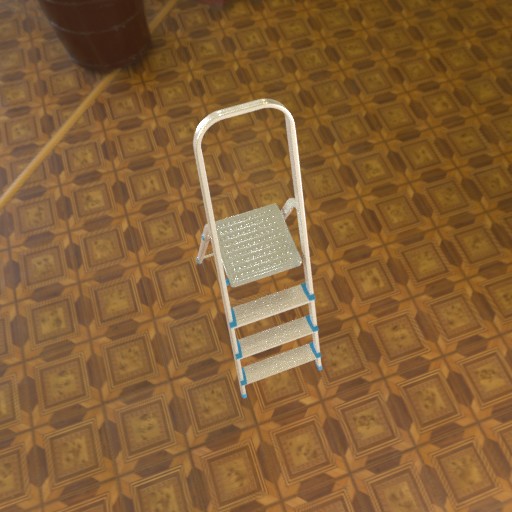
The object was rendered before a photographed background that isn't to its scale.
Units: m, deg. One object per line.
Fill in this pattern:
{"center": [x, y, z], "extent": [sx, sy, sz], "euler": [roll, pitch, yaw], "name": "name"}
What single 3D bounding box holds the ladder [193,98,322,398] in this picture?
{"center": [0.000, 0.000, 1.824], "extent": [0.445, 1.434, 0.842], "euler": [-18, 66, -8], "name": "ladder"}
